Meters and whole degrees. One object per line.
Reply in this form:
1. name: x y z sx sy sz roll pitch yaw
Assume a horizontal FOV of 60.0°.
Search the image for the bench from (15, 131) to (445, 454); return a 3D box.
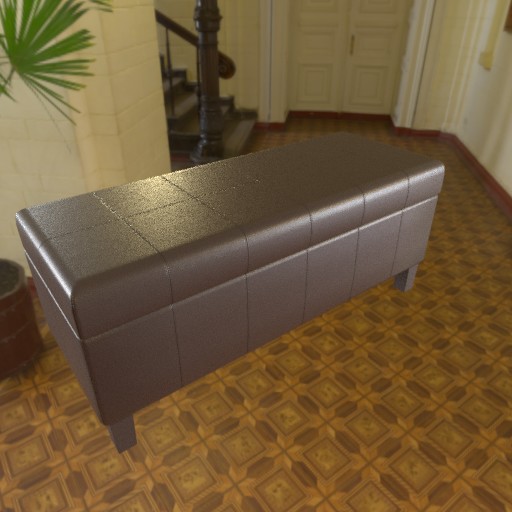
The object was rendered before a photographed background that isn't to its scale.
1. bench: 0.000 0.000 1.268 1.092 0.457 0.429 -21 37 -31
